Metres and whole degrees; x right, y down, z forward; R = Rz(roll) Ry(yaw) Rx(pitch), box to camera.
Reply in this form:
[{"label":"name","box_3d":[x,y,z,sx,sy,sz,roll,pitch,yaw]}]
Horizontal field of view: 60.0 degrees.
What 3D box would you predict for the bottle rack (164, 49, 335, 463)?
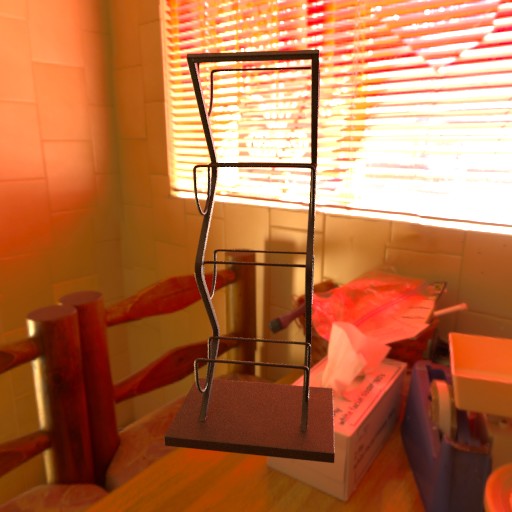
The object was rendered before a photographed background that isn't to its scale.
[{"label":"bottle rack","box_3d":[0.000,0.000,0.671,0.254,0.559,0.178,2,14,8]}]
